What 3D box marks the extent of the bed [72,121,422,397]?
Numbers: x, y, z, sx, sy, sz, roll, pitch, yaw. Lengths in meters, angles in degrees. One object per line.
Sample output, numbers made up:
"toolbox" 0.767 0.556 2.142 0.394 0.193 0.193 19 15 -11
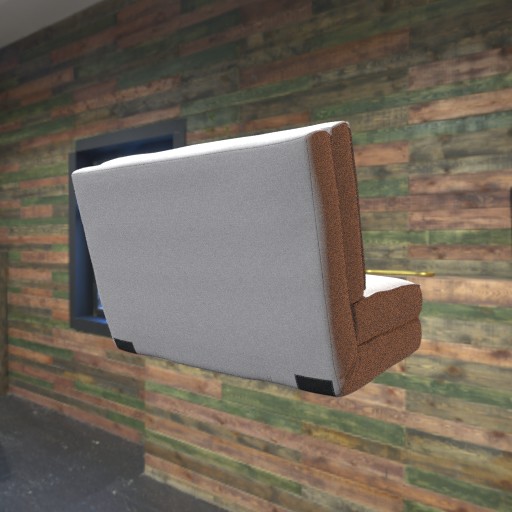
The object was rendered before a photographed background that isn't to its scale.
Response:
"bed" 0.000 0.000 1.335 0.799 0.614 0.749 1 2 36
